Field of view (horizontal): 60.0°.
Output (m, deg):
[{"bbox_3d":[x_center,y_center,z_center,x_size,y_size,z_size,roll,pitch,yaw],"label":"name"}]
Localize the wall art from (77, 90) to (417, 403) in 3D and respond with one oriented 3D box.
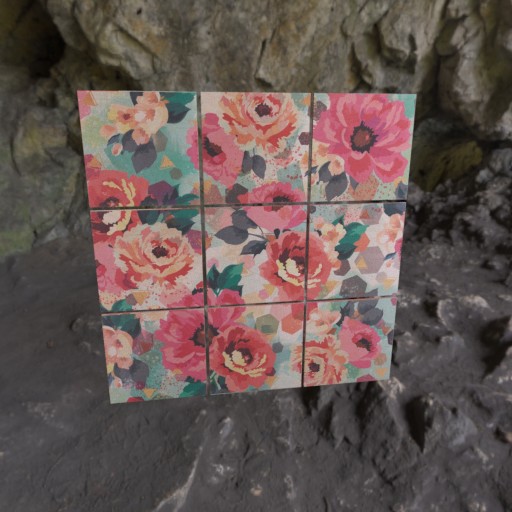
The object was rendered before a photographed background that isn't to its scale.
[{"bbox_3d":[0.000,0.000,2.190,1.521,1.519,0.013,-2,17,-8],"label":"wall art"}]
